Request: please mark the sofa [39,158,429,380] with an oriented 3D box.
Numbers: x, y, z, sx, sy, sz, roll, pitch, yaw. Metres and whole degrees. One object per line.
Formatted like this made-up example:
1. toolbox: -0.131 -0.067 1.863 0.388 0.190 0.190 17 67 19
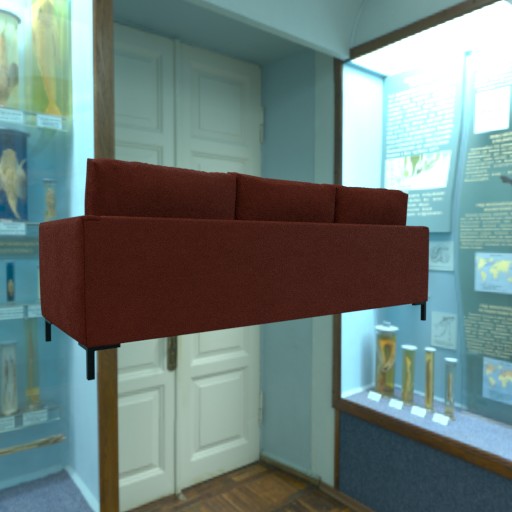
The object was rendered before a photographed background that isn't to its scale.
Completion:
1. sofa: 0.000 0.000 2.644 2.252 0.879 0.875 -1 2 -36
